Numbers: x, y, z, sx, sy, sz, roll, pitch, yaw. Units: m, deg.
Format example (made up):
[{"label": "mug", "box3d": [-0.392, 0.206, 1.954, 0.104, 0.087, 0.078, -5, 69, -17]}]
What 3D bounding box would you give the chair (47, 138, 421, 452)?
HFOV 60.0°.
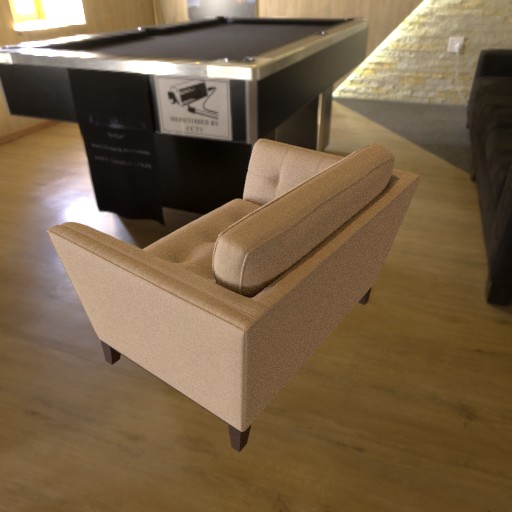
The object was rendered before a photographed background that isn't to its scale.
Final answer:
[{"label": "chair", "box3d": [0.000, 0.000, 2.064, 0.965, 0.940, 1.397, 21, 38, 30]}]
